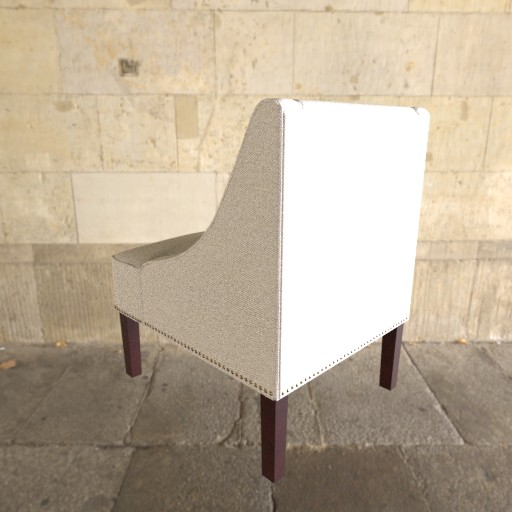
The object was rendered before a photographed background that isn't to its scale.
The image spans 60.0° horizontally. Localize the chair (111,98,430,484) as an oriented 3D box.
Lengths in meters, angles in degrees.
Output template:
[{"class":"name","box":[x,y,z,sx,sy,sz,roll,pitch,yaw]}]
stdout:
[{"class":"chair","box":[0.000,0.000,1.373,0.628,0.872,0.748,-16,22,-43]}]
